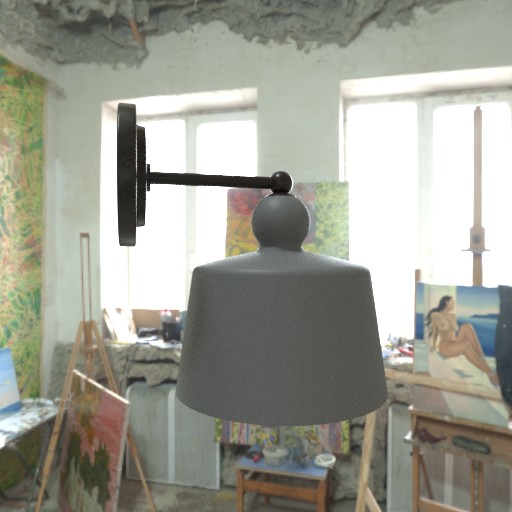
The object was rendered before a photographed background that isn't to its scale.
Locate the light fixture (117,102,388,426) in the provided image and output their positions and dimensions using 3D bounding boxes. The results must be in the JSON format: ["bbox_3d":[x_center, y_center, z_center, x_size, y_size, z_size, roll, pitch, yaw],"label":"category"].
[{"bbox_3d":[0.000,0.000,0.431,0.254,0.268,0.204,0,0,-15],"label":"light fixture"}]
